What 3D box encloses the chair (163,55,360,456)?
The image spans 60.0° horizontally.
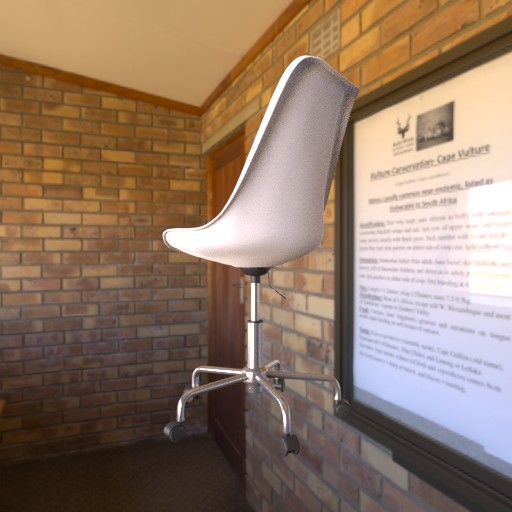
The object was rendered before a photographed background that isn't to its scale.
[{"bbox_3d":[0.000,0.000,1.274,0.550,0.930,0.550,0,0,36],"label":"chair"}]
